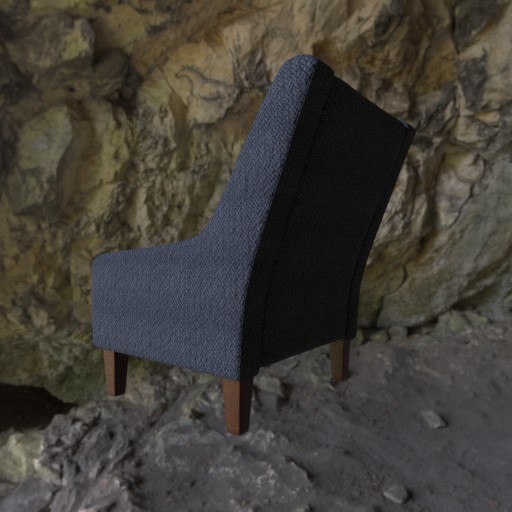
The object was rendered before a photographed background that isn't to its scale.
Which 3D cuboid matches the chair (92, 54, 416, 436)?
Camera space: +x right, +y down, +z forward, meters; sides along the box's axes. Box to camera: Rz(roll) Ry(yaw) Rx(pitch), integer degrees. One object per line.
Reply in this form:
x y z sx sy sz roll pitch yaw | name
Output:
0.000 0.000 1.651 0.944 1.012 0.793 0 1 37 | chair
